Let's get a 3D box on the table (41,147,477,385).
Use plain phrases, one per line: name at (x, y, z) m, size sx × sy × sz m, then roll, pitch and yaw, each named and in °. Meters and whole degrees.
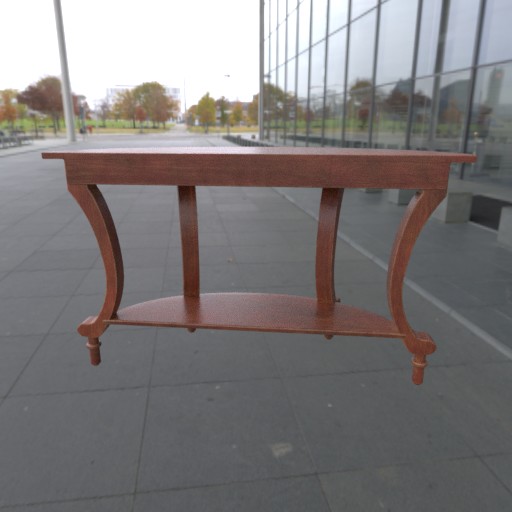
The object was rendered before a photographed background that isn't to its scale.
table at (0.000, 0.000, 1.498) m, size 1.198 × 0.699 × 0.394 m, roll 2°, pitch 17°, yaw 6°
